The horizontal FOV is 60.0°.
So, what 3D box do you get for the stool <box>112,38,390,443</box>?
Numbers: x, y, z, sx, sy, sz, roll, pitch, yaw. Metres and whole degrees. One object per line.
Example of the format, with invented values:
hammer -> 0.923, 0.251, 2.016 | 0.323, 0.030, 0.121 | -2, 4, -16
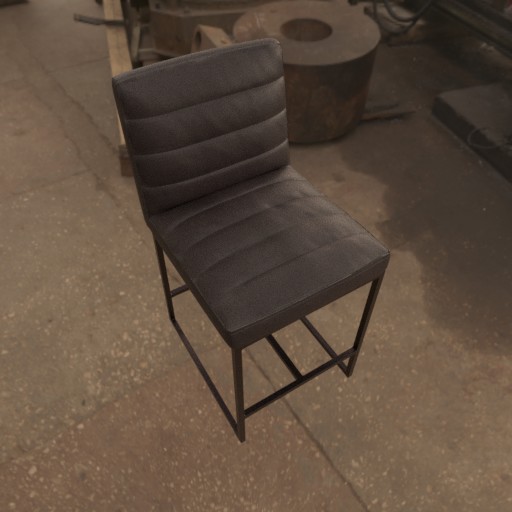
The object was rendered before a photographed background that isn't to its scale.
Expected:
stool -> 0.000, 0.000, 1.246 | 0.463, 0.946, 0.562 | -24, 51, -21
